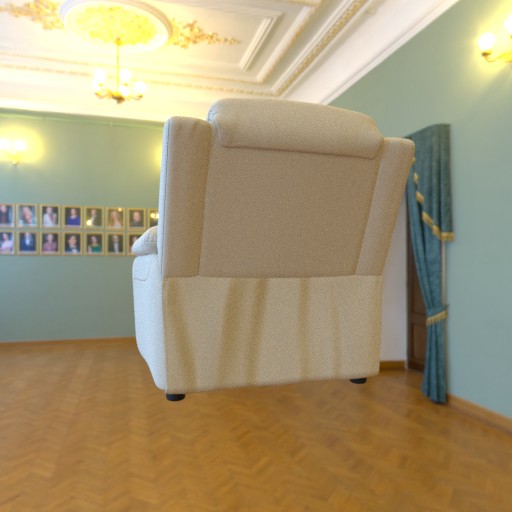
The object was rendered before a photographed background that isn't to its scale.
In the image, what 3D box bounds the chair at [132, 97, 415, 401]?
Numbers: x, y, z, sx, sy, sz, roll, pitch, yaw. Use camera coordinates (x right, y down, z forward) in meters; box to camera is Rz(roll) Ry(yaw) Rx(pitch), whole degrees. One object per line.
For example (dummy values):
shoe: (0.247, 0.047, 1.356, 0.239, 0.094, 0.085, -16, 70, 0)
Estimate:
chair: (0.000, 0.000, 1.295, 0.680, 0.702, 0.709, 0, -1, -18)
